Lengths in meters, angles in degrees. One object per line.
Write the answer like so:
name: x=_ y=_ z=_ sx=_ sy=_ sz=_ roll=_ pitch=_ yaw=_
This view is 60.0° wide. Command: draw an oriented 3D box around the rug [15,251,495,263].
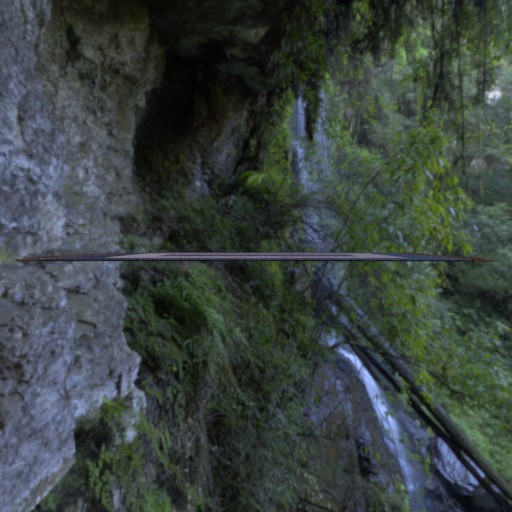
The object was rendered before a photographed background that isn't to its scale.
rug: x=0.000 y=0.000 z=2.445 sx=2.021 sy=0.027 sz=1.224 roll=0 pitch=2 yaw=1
